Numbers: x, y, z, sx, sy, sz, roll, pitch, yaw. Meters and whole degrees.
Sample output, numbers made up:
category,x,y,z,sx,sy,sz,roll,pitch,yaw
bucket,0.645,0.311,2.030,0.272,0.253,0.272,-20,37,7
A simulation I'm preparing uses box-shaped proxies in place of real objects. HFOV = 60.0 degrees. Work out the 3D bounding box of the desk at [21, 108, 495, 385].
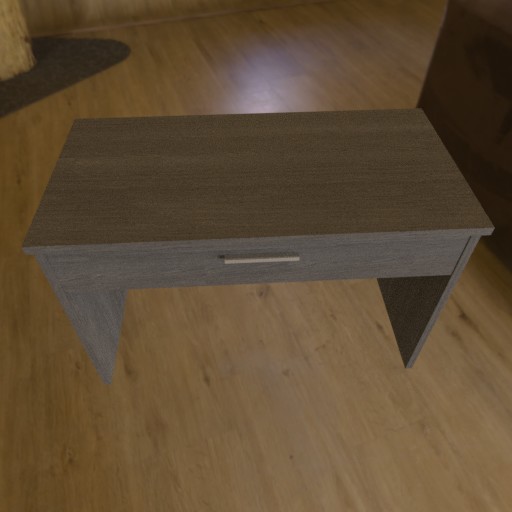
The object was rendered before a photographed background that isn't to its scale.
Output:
category,x,y,z,sx,sy,sz,roll,pitch,yaw
desk,0.000,0.000,1.483,1.099,0.729,0.557,-2,47,-2
